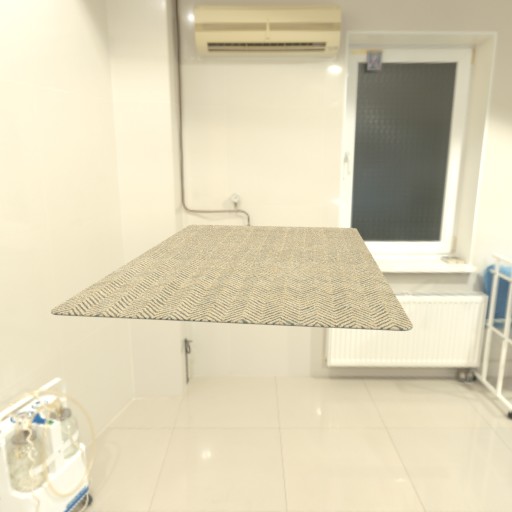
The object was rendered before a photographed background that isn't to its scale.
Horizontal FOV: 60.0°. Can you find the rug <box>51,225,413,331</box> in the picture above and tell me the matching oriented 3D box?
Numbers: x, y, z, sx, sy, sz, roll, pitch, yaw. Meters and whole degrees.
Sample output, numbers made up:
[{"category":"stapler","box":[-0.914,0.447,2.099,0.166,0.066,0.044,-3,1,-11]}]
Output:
[{"category":"rug","box":[0.000,0.000,2.199,1.144,0.008,1.752,2,13,7]}]
